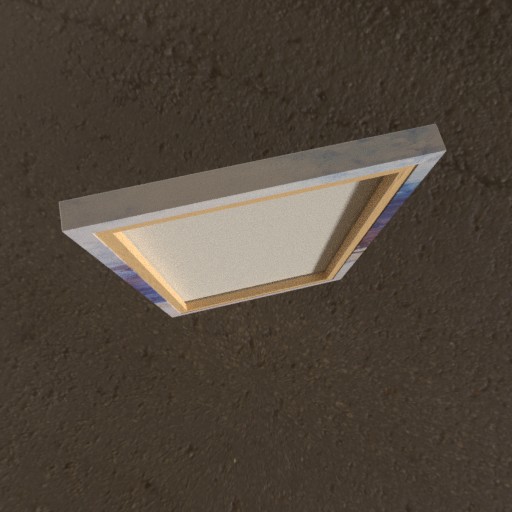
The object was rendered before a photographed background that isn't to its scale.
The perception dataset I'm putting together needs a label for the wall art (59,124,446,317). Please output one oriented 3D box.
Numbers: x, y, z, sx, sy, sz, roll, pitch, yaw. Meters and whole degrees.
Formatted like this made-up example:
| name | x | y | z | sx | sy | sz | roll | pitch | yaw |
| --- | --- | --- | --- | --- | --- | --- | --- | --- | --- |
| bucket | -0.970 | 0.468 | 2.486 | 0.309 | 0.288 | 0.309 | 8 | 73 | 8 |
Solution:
| name | x | y | z | sx | sy | sz | roll | pitch | yaw |
| --- | --- | --- | --- | --- | --- | --- | --- | --- | --- |
| wall art | 0.000 | 0.000 | 1.082 | 0.583 | 0.874 | 0.048 | -12 | 74 | -4 |
